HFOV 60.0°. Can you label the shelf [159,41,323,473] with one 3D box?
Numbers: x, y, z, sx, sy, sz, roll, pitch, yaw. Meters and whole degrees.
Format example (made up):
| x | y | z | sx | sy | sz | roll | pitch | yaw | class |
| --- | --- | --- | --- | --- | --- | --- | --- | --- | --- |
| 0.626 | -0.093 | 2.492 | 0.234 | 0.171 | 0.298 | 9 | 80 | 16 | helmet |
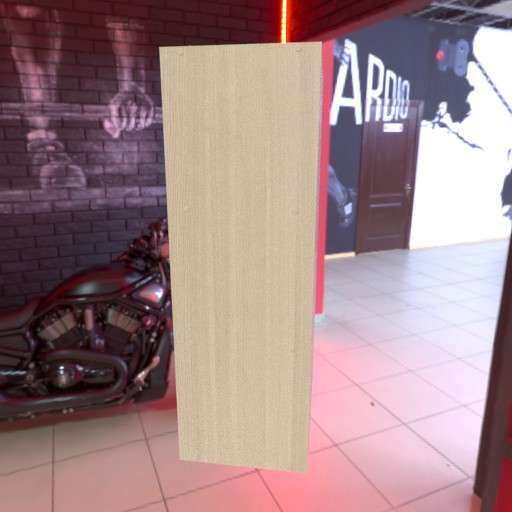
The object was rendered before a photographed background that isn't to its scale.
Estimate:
| x | y | z | sx | sy | sz | roll | pitch | yaw | class |
| --- | --- | --- | --- | --- | --- | --- | --- | --- | --- |
| 0.000 | 0.000 | 1.091 | 0.292 | 0.876 | 0.417 | 2 | 14 | 8 | shelf |
